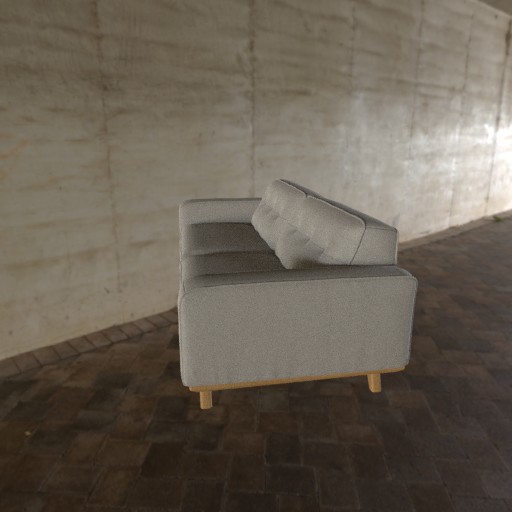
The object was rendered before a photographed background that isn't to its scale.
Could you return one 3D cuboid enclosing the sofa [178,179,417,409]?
[{"bbox_3d":[0.000,0.000,2.781,0.956,0.781,2.270,-3,16,-9],"label":"sofa"}]
